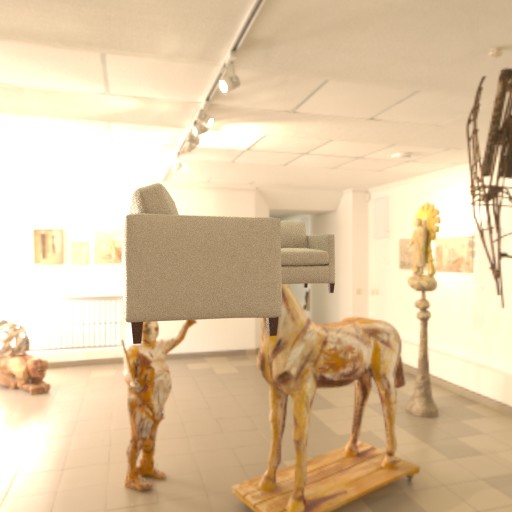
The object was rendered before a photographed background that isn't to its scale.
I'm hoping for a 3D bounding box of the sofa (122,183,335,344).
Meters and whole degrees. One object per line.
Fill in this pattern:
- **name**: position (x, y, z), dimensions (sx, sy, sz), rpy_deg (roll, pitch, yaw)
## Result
- **sofa**: position (0.000, 0.000, 4.343), dimensions (2.522, 0.934, 3.333), rpy_deg (0, 1, -17)
